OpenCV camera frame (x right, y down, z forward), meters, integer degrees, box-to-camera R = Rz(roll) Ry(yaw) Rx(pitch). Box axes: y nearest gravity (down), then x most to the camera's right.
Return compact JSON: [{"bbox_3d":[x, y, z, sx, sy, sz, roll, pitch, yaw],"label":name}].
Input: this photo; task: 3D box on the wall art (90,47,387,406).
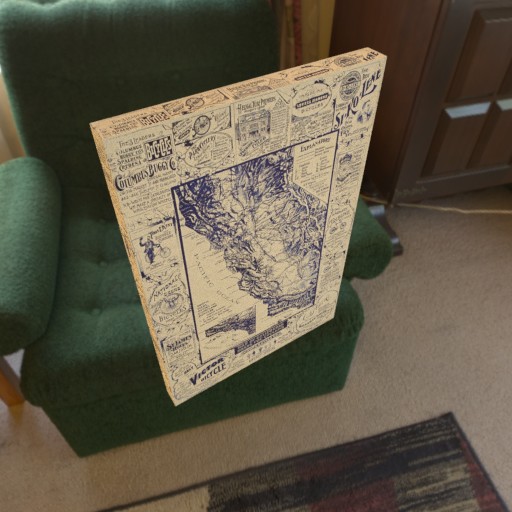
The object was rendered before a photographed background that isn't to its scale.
[{"bbox_3d":[0.000,0.000,0.763,0.408,0.601,0.040,-24,50,-22],"label":"wall art"}]
